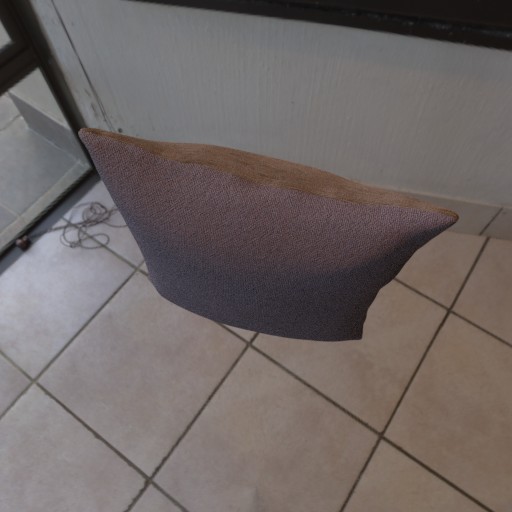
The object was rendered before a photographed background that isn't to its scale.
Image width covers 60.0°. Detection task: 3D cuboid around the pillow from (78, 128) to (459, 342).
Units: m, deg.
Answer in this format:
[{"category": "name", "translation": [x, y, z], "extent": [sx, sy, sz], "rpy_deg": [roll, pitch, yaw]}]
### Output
[{"category": "pillow", "translation": [0.000, 0.000, 0.693], "extent": [0.452, 0.439, 0.204], "rpy_deg": [15, 63, 8]}]
